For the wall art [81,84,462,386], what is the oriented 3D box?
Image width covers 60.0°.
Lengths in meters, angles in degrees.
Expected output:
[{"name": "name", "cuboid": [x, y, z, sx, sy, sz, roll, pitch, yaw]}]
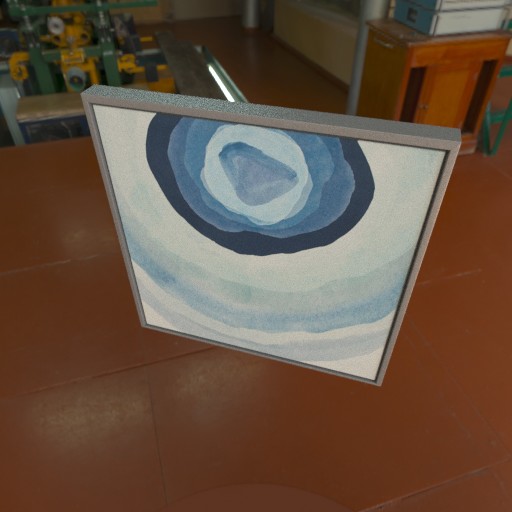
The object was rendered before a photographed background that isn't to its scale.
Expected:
[{"name": "wall art", "cuboid": [0.000, 0.000, 0.513, 0.349, 0.349, 0.028, 11, 42, 13]}]
